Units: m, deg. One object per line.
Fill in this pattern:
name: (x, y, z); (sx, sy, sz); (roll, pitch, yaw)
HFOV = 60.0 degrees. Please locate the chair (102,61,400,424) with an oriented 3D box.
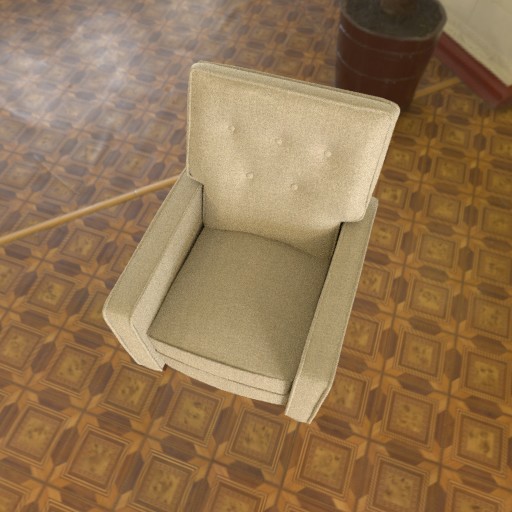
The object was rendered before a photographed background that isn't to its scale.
chair: (0.000, 0.000, 1.413); (0.648, 0.888, 0.754); (16, 60, 10)
